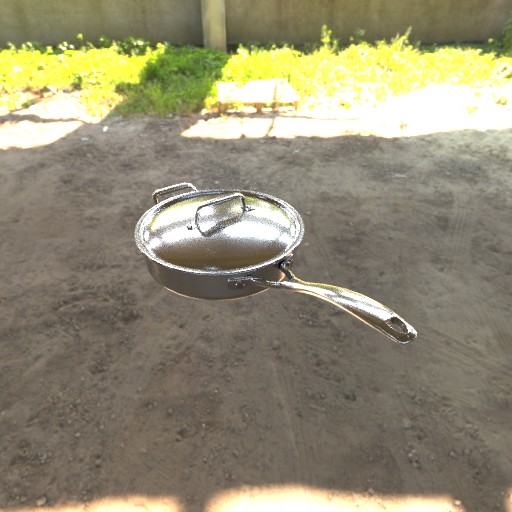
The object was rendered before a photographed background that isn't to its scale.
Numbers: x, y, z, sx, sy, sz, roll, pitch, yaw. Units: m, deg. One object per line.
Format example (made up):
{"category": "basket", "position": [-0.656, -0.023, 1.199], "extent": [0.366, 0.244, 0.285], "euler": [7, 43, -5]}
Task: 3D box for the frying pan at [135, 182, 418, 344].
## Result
{"category": "frying pan", "position": [0.000, 0.000, 0.676], "extent": [0.280, 0.114, 0.561], "euler": [-22, 39, -29]}
